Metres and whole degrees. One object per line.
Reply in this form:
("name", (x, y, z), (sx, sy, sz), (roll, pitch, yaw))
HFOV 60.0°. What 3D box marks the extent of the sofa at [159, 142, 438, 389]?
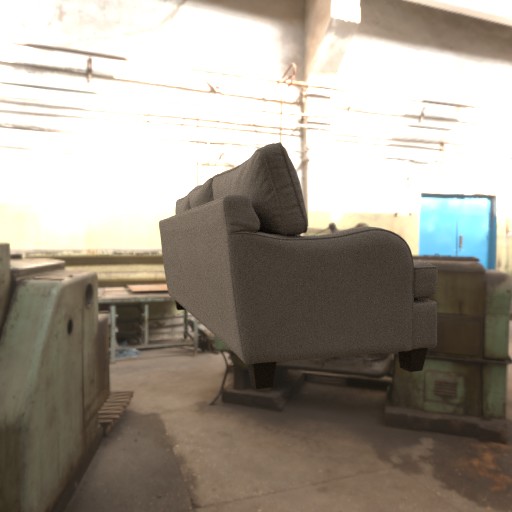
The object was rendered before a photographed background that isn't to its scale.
("sofa", (0.000, 0.000, 2.916), (1.016, 0.991, 2.323), (-1, 2, -18))
